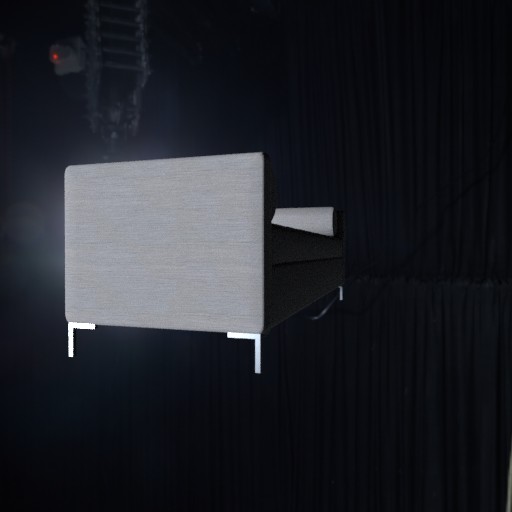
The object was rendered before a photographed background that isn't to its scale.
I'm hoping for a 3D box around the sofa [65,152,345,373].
[{"bbox_3d":[0.000,0.000,2.276,0.686,0.635,1.981,0,1,18],"label":"sofa"}]
